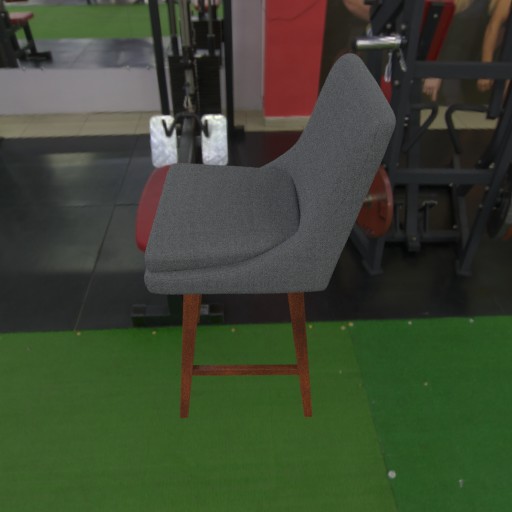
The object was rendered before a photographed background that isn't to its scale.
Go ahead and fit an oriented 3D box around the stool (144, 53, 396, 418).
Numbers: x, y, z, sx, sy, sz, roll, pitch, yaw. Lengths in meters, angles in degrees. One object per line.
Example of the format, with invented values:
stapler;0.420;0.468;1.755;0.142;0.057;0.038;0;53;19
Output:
stool;0.000;0.000;1.243;0.524;0.977;0.447;0;40;0
